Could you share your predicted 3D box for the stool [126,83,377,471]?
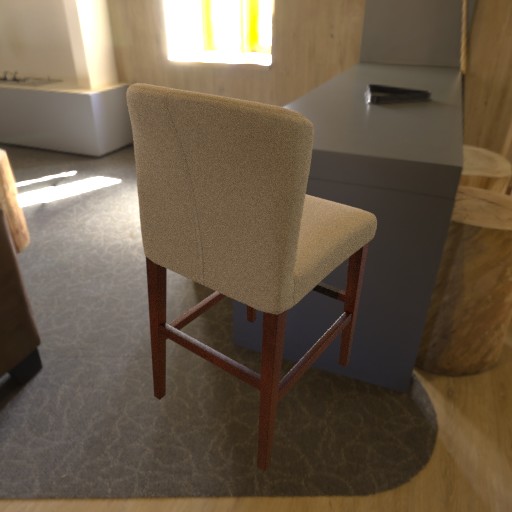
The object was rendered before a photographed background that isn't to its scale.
[{"bbox_3d":[0.000,0.000,1.252,0.479,0.968,0.568,21,36,31],"label":"stool"}]
